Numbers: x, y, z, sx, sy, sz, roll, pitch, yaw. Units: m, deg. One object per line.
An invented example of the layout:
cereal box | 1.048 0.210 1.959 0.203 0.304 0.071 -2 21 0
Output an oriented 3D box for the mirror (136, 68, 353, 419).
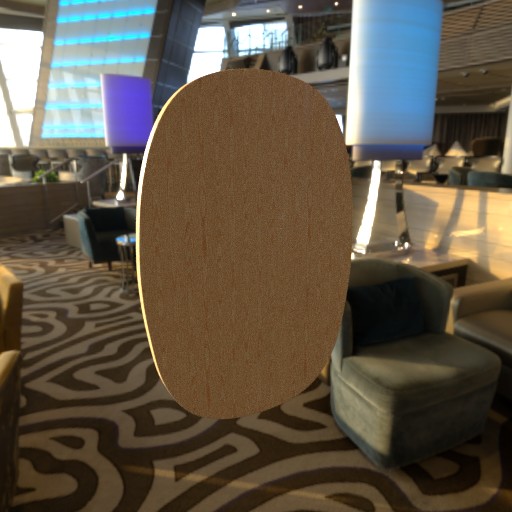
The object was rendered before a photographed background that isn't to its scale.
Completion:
mirror | 0.000 0.000 1.373 0.724 1.075 0.037 -7 15 -27
